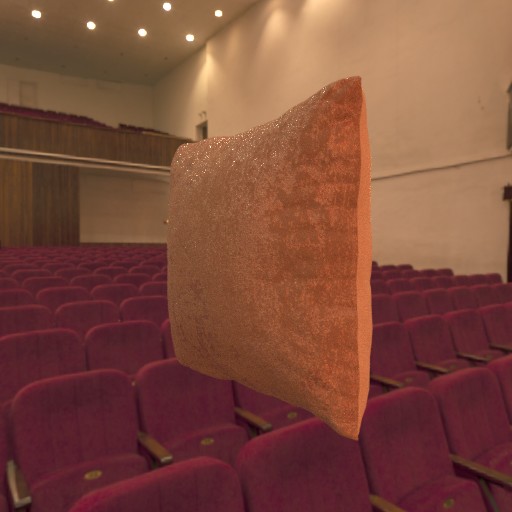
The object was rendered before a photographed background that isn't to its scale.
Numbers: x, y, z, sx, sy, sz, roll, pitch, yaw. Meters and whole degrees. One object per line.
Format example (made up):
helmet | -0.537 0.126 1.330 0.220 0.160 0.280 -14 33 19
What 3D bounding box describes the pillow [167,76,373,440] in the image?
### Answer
pillow | 0.000 0.000 0.721 0.245 0.448 0.450 -1 1 -36
